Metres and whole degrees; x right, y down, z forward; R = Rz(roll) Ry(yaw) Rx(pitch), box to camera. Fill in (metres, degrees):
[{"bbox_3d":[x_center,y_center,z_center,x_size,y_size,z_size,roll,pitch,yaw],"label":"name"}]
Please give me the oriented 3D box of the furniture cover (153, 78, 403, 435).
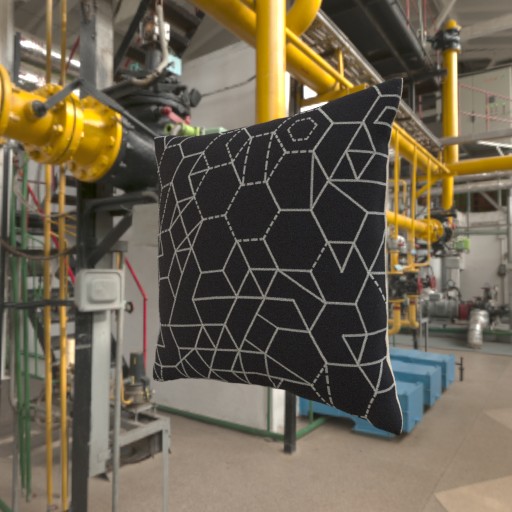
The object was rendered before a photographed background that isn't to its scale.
[{"bbox_3d":[0.000,0.000,0.777,0.517,0.508,0.158,-1,-2,36],"label":"furniture cover"}]
